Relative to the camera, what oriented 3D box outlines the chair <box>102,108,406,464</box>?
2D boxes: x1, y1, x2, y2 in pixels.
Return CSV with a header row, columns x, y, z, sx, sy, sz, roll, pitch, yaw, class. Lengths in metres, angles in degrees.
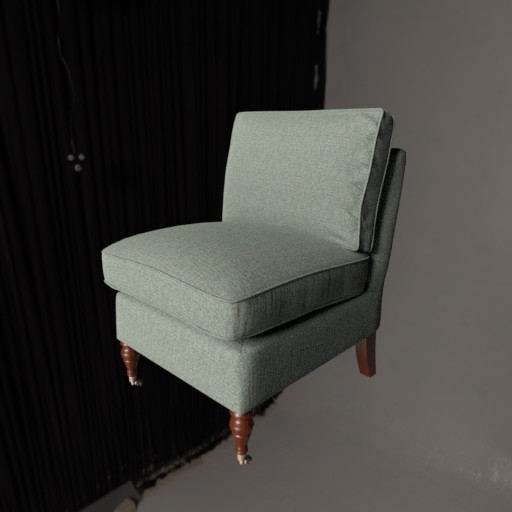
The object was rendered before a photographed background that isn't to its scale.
x,y,z,sx,sy,sz,roll,pitch,yaw,class
0.000,0.000,1.426,0.624,0.901,0.796,15,22,42,chair
